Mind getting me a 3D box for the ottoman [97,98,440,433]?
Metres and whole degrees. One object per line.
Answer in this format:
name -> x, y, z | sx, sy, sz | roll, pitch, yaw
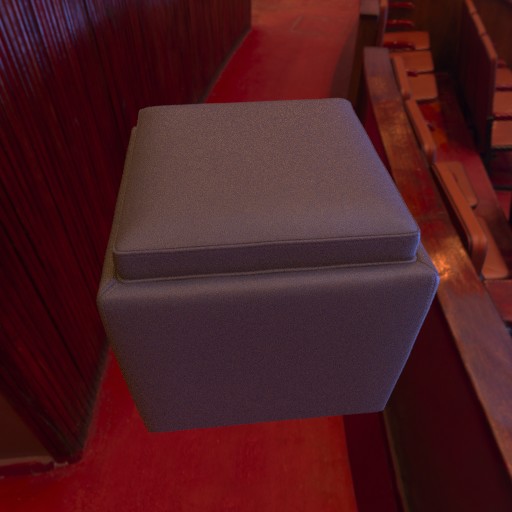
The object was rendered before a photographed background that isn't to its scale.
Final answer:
ottoman -> 0.000, 0.000, 0.812 | 0.451, 0.460, 0.450 | -4, 44, -4
